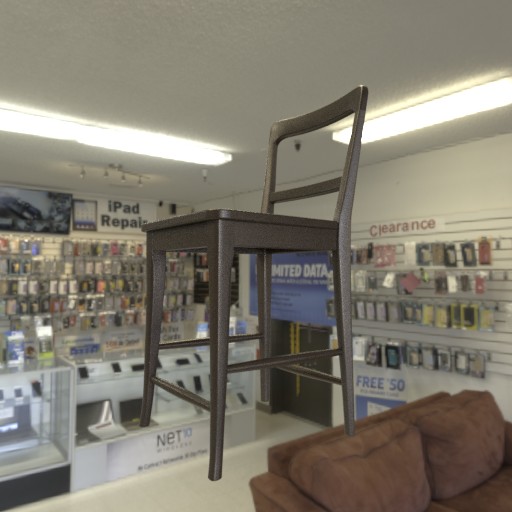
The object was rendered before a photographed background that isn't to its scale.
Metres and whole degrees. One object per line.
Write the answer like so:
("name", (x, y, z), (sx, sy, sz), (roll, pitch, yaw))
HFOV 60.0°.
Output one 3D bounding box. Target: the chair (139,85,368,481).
("chair", (0.000, 0.000, 1.291), (0.546, 0.991, 0.450), (1, -2, -36))
